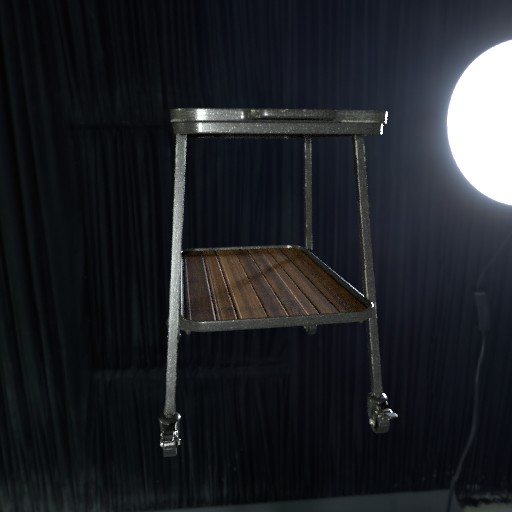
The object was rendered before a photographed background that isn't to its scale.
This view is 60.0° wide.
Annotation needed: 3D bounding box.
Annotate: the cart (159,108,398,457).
[{"bbox_3d":[0.000,0.000,1.188,0.515,0.700,0.806,-2,14,-9],"label":"cart"}]
